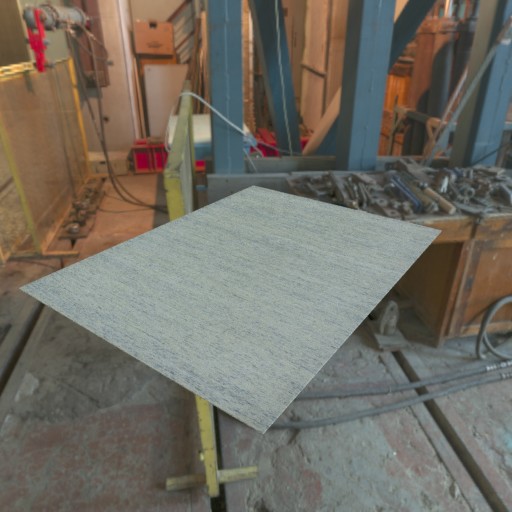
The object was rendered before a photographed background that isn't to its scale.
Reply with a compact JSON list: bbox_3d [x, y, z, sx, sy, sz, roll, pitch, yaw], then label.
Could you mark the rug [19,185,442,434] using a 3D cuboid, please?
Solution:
[{"bbox_3d":[0.000,0.000,4.101,2.438,0.006,3.197,19,33,32],"label":"rug"}]
